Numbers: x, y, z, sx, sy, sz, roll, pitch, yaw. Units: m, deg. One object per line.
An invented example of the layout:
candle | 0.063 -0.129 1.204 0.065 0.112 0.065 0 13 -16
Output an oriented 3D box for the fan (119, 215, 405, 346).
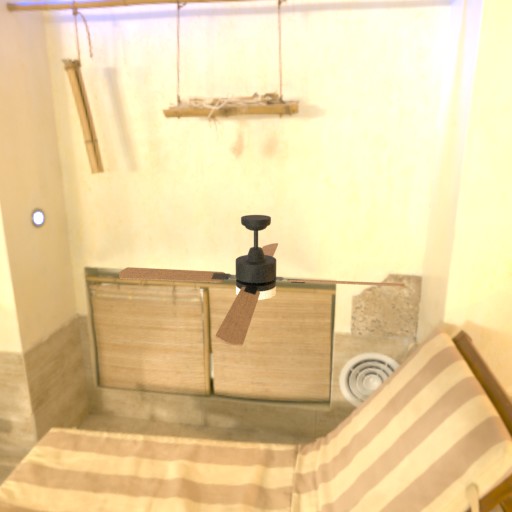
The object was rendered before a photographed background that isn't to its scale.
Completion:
fan | 0.000 0.000 2.012 1.320 0.355 1.320 2 16 8
